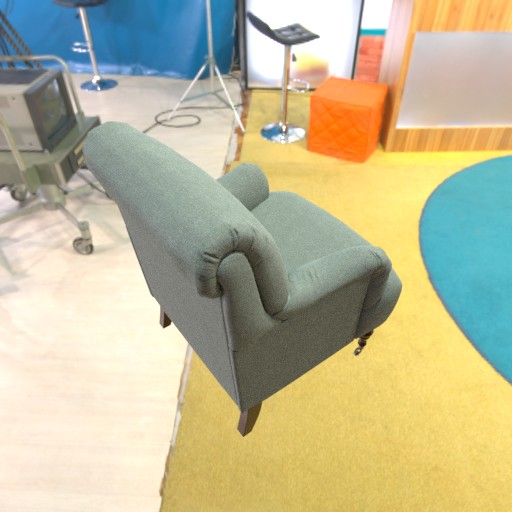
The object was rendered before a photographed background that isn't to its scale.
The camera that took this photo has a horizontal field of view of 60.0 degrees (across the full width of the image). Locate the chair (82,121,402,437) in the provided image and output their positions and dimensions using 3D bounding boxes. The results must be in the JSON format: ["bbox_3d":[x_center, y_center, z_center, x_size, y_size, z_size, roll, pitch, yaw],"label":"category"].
[{"bbox_3d":[0.000,0.000,2.000,1.060,1.178,0.964,-25,46,-27],"label":"chair"}]
